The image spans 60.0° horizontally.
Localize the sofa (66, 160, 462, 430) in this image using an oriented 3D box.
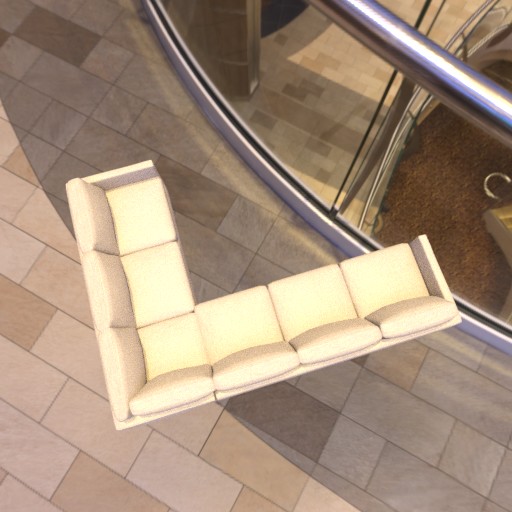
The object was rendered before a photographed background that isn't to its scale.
[{"bbox_3d":[0.000,0.000,4.543,3.333,0.934,2.522,-16,75,-4],"label":"sofa"}]
